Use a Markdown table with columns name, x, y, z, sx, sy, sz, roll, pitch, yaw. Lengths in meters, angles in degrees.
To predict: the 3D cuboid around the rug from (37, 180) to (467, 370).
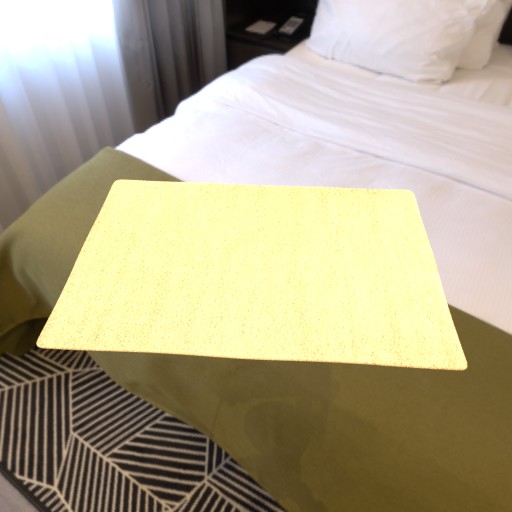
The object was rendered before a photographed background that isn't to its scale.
| name | x | y | z | sx | sy | sz | roll | pitch | yaw |
| --- | --- | --- | --- | --- | --- | --- | --- | --- | --- |
| rug | 0.000 | 0.000 | 3.383 | 2.698 | 0.025 | 1.798 | 2 | 45 | 2 |
